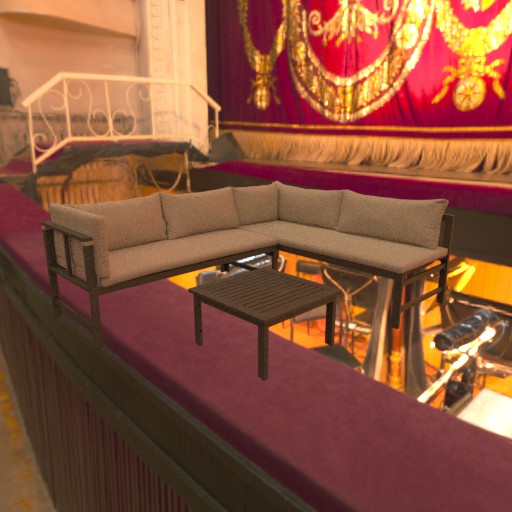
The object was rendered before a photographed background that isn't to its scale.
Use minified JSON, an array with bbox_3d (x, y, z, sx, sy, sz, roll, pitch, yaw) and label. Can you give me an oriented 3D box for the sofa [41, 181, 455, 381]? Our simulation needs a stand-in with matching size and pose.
[{"bbox_3d":[0.000,0.000,2.910,2.096,0.758,1.658,-14,21,-42],"label":"sofa"}]
